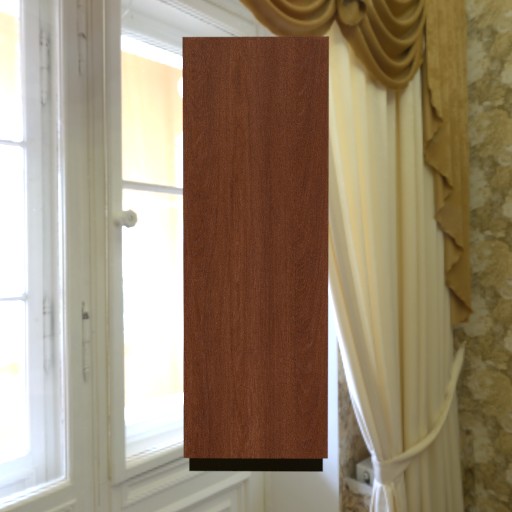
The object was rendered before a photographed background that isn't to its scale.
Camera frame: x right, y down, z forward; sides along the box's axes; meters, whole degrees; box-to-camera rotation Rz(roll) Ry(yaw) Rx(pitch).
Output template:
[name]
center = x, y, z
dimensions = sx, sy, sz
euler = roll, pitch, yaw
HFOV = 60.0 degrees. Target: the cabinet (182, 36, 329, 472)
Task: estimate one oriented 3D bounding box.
[cabinet]
center = 0.000, 0.000, 2.219
dimensions = 0.660, 1.980, 0.420
euler = 0, 1, 0
